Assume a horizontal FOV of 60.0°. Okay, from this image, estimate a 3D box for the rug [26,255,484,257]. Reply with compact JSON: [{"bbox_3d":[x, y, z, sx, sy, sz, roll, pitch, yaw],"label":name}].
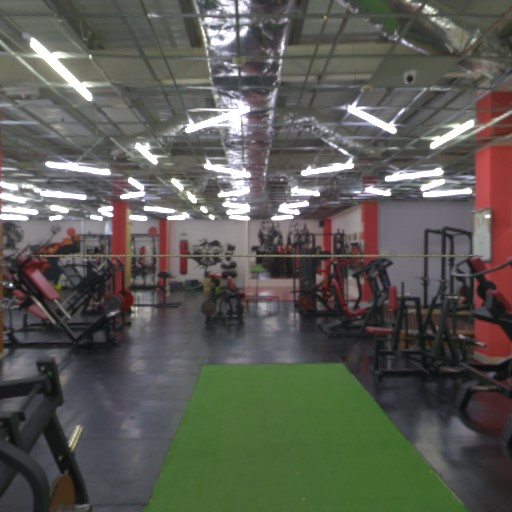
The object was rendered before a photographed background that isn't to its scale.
[{"bbox_3d":[0.000,0.000,2.344,1.802,0.008,1.247,0,0,1],"label":"rug"}]
